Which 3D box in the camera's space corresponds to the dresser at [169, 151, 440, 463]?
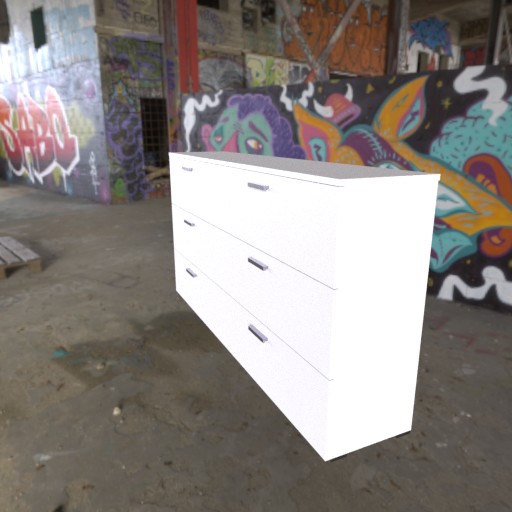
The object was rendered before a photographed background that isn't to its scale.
[{"bbox_3d":[0.000,0.000,1.857,0.333,0.790,1.535,-7,17,-24],"label":"dresser"}]
